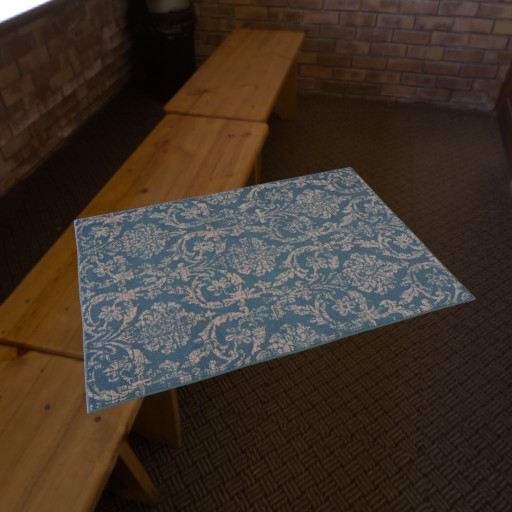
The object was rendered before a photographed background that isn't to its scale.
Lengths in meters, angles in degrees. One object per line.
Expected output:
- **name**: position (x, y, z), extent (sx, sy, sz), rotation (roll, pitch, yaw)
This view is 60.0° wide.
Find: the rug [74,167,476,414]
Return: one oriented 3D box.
- **rug**: position (0.000, 0.000, 2.882), extent (2.205, 0.012, 1.554), rotation (-13, 44, -14)
